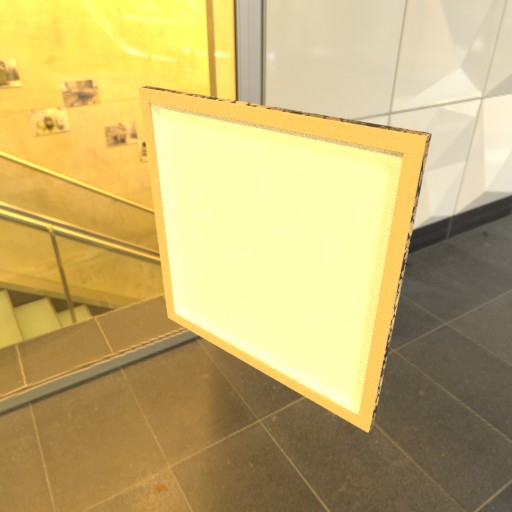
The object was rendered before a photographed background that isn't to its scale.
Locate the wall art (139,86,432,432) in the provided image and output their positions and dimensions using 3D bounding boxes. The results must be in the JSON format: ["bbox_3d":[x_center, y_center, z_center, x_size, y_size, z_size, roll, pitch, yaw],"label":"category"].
[{"bbox_3d":[0.000,0.000,1.391,0.914,0.914,0.038,22,37,32],"label":"wall art"}]
